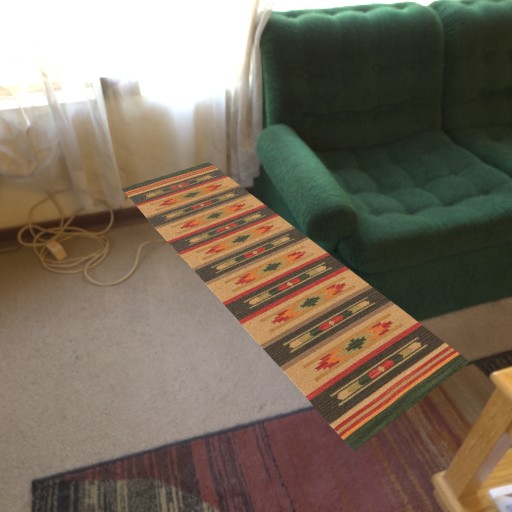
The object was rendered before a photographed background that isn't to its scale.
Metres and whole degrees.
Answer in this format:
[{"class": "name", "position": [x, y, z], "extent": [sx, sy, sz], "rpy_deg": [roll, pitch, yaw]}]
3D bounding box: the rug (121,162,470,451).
[{"class": "rug", "position": [0.000, 0.000, 2.692], "extent": [0.760, 0.009, 2.440], "rpy_deg": [-24, 45, -26]}]
